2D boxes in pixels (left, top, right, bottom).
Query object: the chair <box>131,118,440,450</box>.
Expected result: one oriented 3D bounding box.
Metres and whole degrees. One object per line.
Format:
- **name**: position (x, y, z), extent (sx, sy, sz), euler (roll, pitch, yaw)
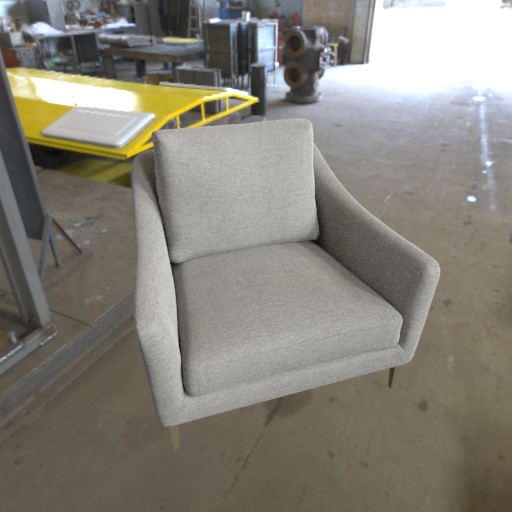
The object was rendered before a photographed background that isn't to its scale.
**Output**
- **chair**: position (0.000, 0.000, 1.757), extent (0.986, 0.902, 0.961), euler (-10, 33, -15)
